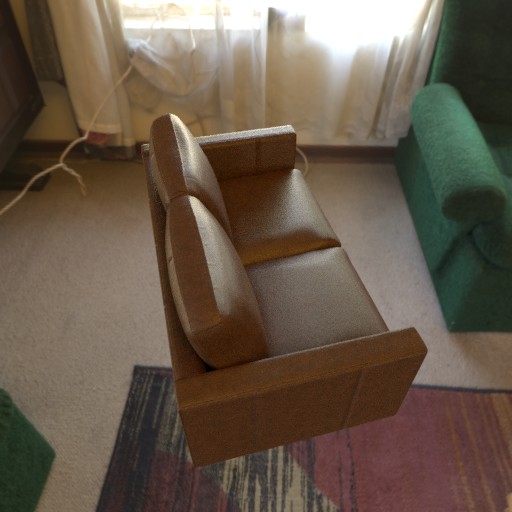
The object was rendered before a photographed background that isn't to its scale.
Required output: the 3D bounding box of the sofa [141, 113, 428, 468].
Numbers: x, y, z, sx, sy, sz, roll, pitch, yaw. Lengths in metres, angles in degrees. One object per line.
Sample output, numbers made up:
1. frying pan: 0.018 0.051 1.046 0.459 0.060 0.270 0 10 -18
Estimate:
1. sofa: 0.000 0.000 2.135 0.909 0.951 1.578 -10 47 -10
